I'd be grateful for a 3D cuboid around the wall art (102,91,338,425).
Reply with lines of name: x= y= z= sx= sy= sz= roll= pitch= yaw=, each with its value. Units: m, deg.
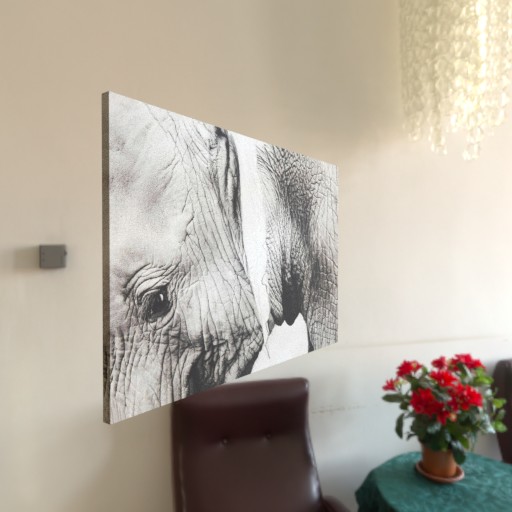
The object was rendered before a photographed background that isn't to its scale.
wall art: x=0.000 y=0.000 z=1.176 sx=0.023 sy=0.607 sz=0.914 roll=1 pitch=1 yaw=37
